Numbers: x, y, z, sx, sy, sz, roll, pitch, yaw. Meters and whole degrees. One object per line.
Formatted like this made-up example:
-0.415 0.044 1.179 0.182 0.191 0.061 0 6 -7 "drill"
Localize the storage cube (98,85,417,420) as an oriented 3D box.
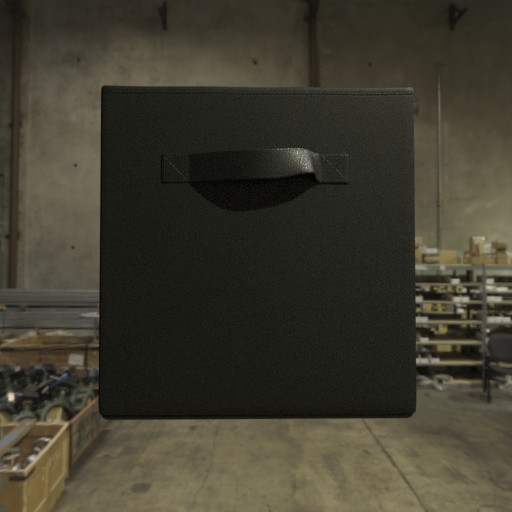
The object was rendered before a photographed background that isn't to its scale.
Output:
0.000 0.000 0.487 0.270 0.280 0.270 0 -1 -1 "storage cube"
